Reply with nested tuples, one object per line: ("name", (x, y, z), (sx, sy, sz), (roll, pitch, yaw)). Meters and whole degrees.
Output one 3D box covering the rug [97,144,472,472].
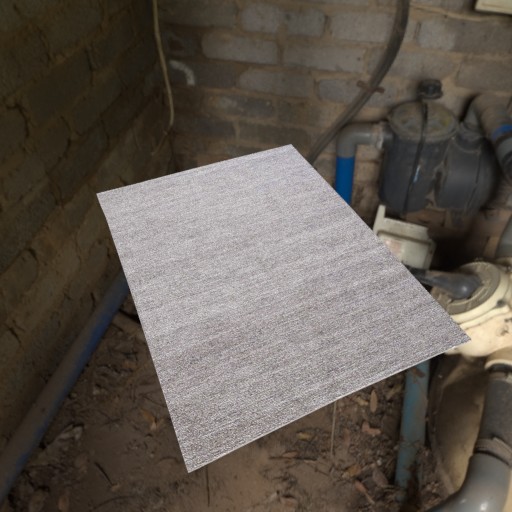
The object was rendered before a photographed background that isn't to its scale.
("rug", (0.000, 0.000, 4.255), (2.434, 0.045, 3.202), (-18, 49, -16))
